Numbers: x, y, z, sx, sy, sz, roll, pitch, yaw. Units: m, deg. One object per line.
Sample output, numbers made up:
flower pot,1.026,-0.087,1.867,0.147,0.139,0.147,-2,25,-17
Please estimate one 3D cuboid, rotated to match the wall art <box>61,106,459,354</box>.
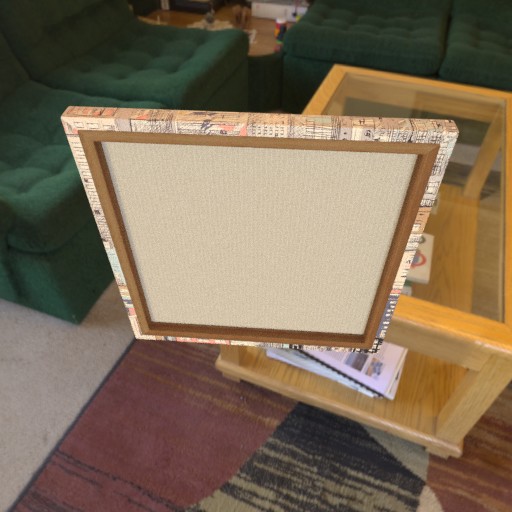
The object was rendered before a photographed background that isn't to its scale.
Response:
wall art,0.000,0.000,0.899,0.607,0.608,0.038,3,46,3
